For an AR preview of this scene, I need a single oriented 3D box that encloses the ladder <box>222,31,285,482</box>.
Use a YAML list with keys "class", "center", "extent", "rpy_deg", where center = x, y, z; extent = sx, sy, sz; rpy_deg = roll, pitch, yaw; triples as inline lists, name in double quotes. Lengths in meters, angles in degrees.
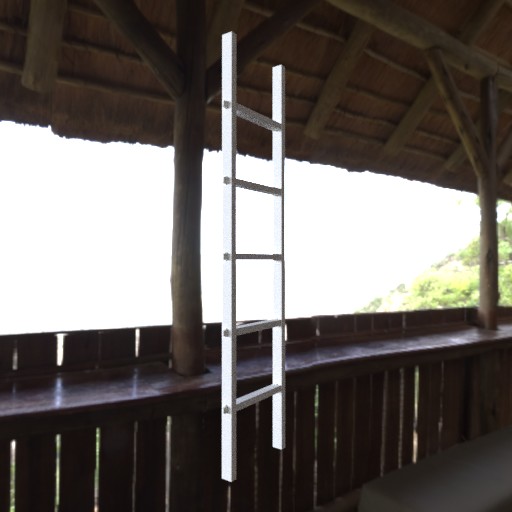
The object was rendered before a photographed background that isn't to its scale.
- class: "ladder"
  center: [0.000, 0.000, 1.944]
  extent: [0.051, 1.797, 0.452]
  rpy_deg: [0, -1, 36]
